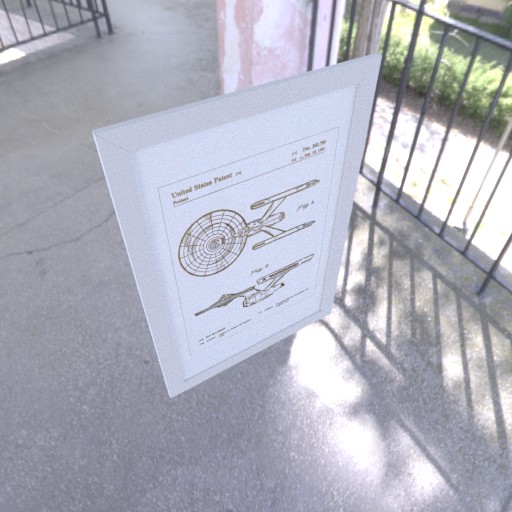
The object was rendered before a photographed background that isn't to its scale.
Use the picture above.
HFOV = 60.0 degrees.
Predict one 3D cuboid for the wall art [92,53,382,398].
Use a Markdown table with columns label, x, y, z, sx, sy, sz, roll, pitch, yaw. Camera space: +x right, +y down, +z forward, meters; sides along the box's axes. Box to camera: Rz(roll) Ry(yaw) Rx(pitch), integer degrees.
| label | x | y | z | sx | sy | sz | roll | pitch | yaw |
| --- | --- | --- | --- | --- | --- | --- | --- | --- | --- |
| wall art | 0.000 | 0.000 | 0.844 | 0.454 | 0.659 | 0.011 | -24 | 50 | -21 |
